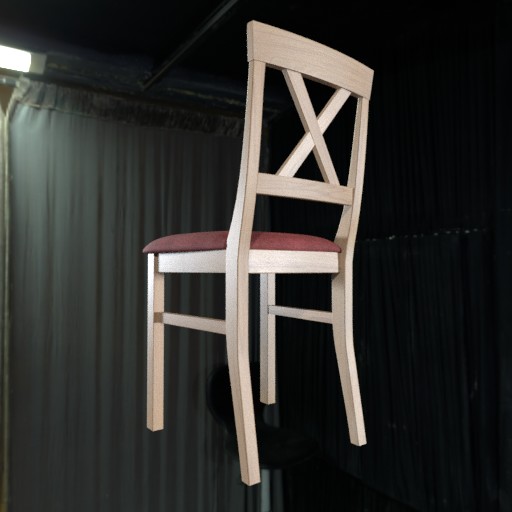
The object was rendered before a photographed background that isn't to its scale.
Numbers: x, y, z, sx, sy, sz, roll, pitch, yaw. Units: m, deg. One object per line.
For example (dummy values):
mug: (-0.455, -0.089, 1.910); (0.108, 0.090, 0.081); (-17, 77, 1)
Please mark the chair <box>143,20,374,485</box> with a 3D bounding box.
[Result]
chair: (0.000, 0.000, 1.148); (0.439, 0.912, 0.492); (1, -2, -37)
